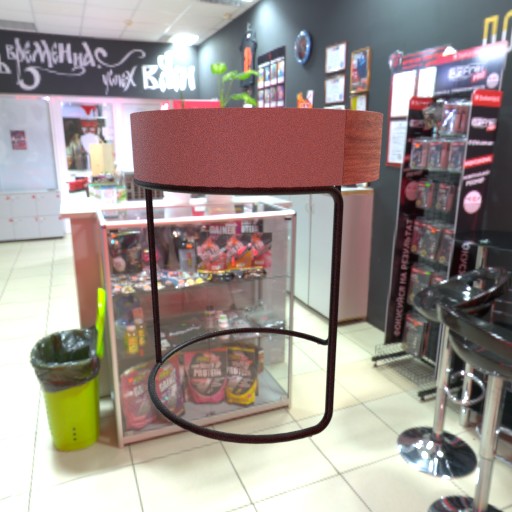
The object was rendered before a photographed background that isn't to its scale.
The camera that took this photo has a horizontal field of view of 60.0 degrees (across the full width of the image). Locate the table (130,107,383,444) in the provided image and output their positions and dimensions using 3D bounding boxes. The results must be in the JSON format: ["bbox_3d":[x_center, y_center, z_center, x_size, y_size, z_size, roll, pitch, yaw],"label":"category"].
[{"bbox_3d":[0.000,0.000,0.879,0.450,0.530,0.450,0,15,0],"label":"table"}]
